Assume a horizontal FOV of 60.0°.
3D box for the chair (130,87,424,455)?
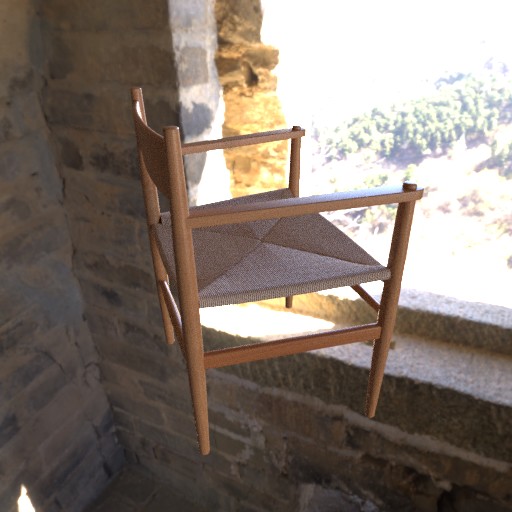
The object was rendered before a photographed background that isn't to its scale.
[{"bbox_3d":[0.000,0.000,1.111,0.495,0.762,0.556,-10,31,-18],"label":"chair"}]
